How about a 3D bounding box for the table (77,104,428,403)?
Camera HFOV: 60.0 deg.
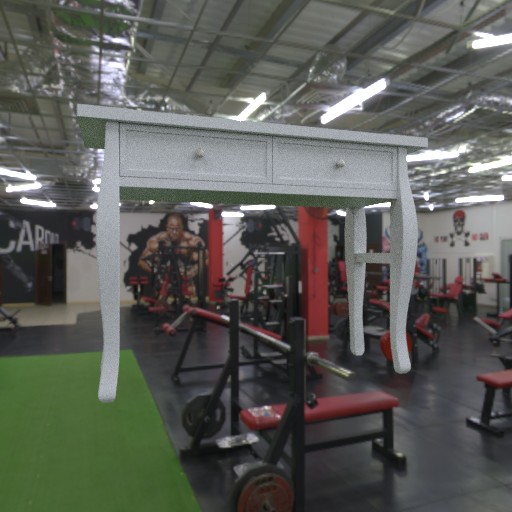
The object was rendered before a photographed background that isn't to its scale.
[{"bbox_3d":[0.000,0.000,1.448,1.062,0.768,0.373,0,0,-18],"label":"table"}]
